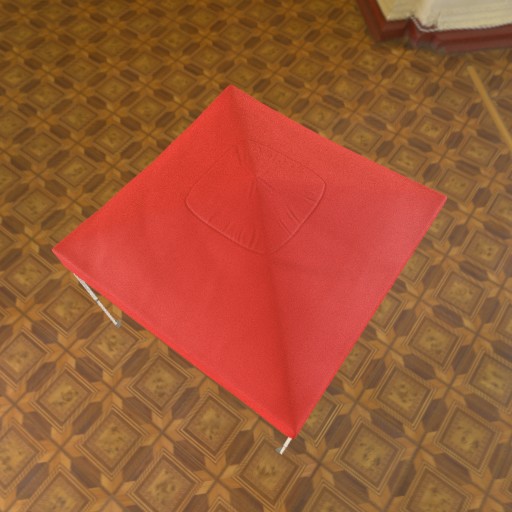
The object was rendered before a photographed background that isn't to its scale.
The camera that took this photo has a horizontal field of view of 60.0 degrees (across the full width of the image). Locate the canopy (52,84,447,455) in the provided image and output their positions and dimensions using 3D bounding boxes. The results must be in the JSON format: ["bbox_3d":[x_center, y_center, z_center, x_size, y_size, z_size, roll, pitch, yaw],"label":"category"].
[{"bbox_3d":[0.000,0.000,5.296,2.998,2.997,2.996,33,67,16],"label":"canopy"}]
